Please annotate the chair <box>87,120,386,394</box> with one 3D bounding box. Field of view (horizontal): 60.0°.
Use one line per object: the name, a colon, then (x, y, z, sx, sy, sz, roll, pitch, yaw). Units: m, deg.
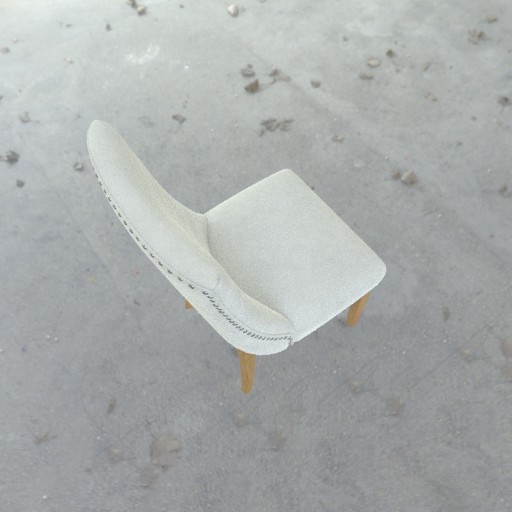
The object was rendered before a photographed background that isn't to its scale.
chair: (0.000, 0.000, 1.255, 0.610, 0.902, 0.495, -31, 63, -18)
